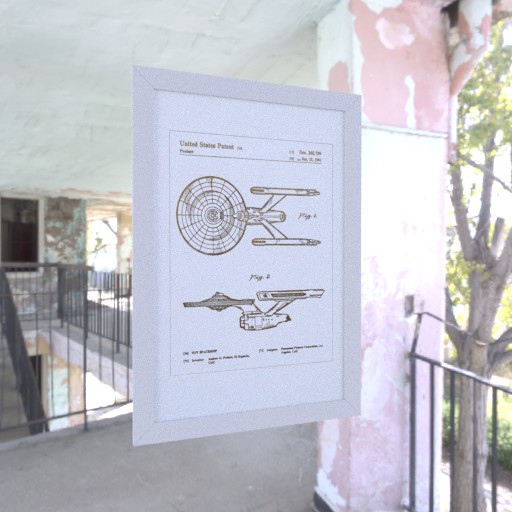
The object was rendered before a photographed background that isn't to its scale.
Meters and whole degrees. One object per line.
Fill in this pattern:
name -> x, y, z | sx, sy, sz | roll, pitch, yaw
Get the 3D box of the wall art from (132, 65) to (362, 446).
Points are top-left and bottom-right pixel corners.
wall art -> 0.000, 0.000, 0.844 | 0.454, 0.659, 0.011 | 0, 1, -19
